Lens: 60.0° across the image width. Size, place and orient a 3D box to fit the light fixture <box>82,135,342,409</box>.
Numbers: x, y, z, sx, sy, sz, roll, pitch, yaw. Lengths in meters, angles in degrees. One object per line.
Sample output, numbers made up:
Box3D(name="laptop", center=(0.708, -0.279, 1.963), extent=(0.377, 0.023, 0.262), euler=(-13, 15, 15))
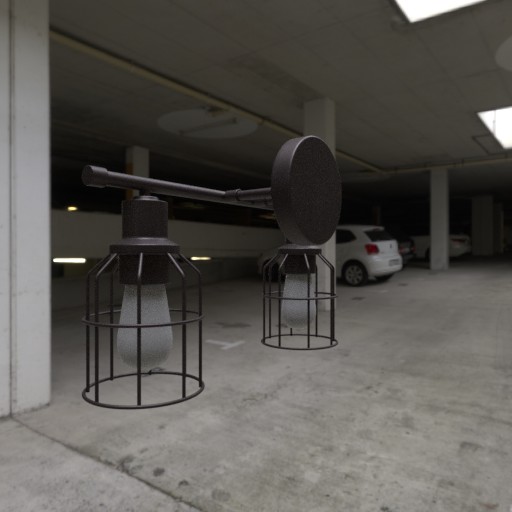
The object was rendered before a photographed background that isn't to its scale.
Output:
Box3D(name="light fixture", center=(0.000, 0.000, 0.521), extent=(0.165, 0.254, 0.406), euler=(0, 0, 37))
